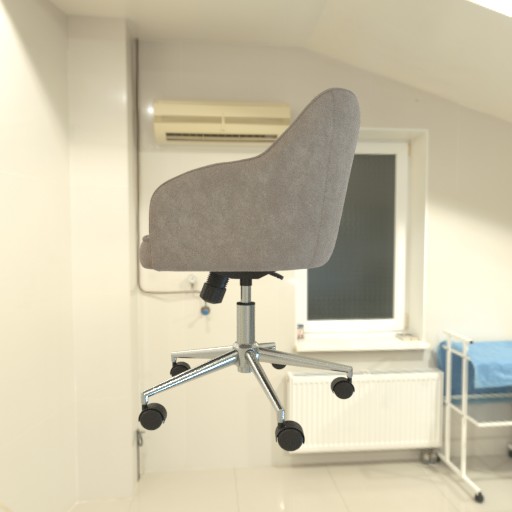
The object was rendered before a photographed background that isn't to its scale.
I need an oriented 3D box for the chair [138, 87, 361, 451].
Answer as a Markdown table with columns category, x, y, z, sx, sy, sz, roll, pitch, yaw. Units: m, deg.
| category | x | y | z | sx | sy | sz | roll | pitch | yaw |
| --- | --- | --- | --- | --- | --- | --- | --- | --- | --- |
| chair | 0.000 | 0.000 | 1.270 | 0.573 | 0.831 | 0.635 | 0 | 3 | 1 |
